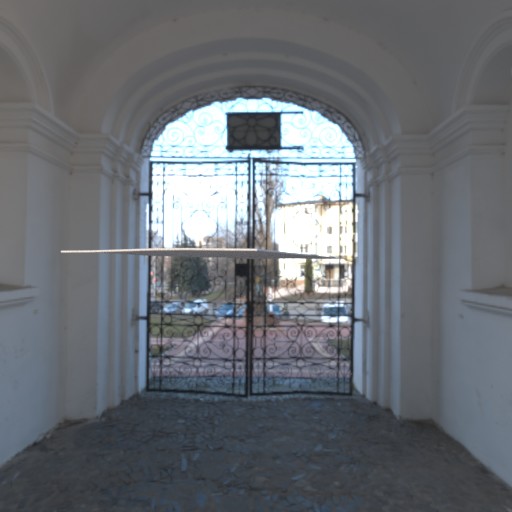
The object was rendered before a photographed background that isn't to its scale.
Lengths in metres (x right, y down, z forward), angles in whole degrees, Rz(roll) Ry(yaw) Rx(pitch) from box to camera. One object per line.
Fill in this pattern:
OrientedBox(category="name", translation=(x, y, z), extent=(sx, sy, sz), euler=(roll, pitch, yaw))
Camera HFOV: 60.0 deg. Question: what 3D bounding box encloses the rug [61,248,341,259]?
OrientedBox(category="rug", translation=(0.000, 0.000, 2.693), extent=(0.762, 0.013, 2.439), euler=(0, -1, 17))
